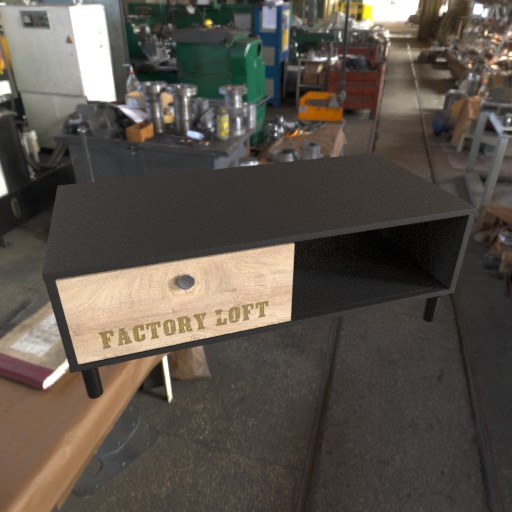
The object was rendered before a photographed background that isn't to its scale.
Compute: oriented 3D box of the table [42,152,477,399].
[{"bbox_3d":[0.000,0.000,1.380,1.100,0.400,0.550,-9,32,-15],"label":"table"}]
